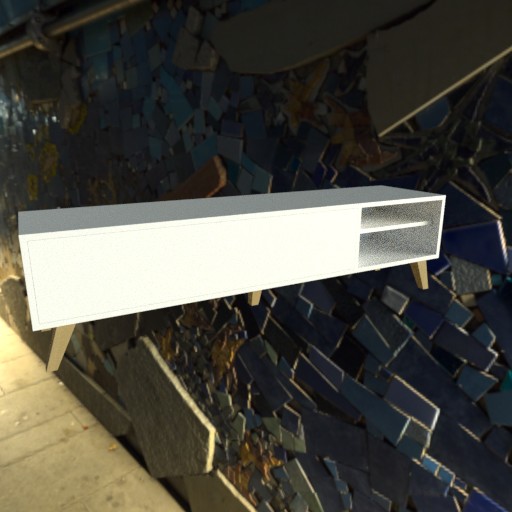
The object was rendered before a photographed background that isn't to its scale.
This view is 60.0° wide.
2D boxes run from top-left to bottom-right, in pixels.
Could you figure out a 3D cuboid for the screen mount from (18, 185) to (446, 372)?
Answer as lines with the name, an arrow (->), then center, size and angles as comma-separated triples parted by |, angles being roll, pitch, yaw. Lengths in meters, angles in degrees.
screen mount -> 0.000, 0.000, 1.784 | 1.644, 0.432, 0.399 | -8, 18, -26
